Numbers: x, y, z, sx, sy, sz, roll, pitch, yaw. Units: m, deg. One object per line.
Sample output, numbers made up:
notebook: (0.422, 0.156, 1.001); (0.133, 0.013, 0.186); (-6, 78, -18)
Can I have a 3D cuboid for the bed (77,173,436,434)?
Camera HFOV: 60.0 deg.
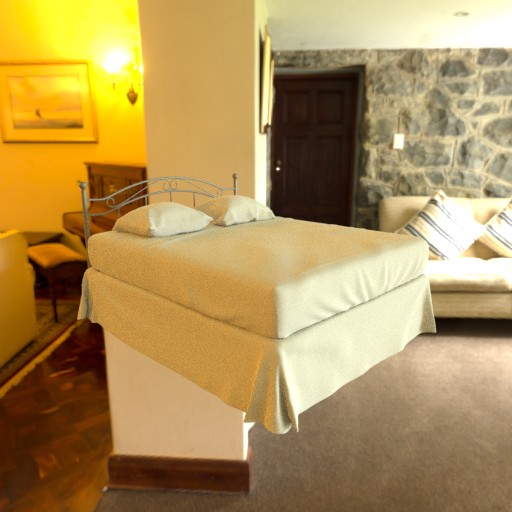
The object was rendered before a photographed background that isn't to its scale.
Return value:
bed: (0.000, 0.000, 3.323); (2.215, 1.080, 1.936); (13, 19, 43)
